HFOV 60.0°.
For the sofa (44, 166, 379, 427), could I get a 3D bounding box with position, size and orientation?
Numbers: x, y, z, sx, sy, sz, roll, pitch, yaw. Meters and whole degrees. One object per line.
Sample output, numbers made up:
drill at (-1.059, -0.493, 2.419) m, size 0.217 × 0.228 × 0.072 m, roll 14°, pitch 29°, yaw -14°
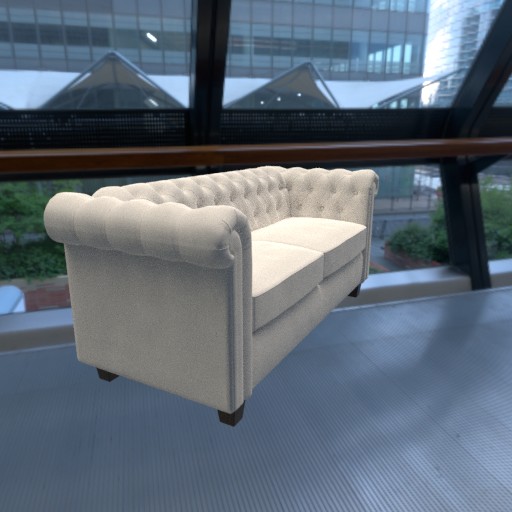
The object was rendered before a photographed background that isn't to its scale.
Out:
sofa at (0.000, 0.000, 2.249) m, size 0.771 × 0.796 × 1.798 m, roll 8°, pitch 17°, yaw 28°
